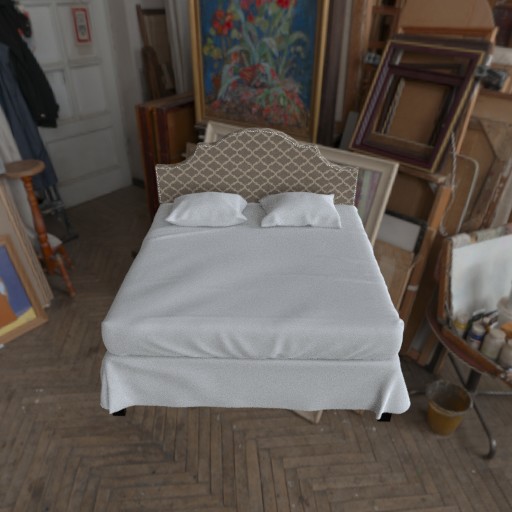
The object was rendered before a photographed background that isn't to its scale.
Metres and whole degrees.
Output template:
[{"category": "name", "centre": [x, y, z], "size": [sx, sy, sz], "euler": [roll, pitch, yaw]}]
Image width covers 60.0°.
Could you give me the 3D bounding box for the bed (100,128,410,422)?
[{"category": "bed", "centre": [0.000, 0.000, 3.697], "size": [2.314, 1.601, 2.222], "euler": [1, 32, 1]}]
